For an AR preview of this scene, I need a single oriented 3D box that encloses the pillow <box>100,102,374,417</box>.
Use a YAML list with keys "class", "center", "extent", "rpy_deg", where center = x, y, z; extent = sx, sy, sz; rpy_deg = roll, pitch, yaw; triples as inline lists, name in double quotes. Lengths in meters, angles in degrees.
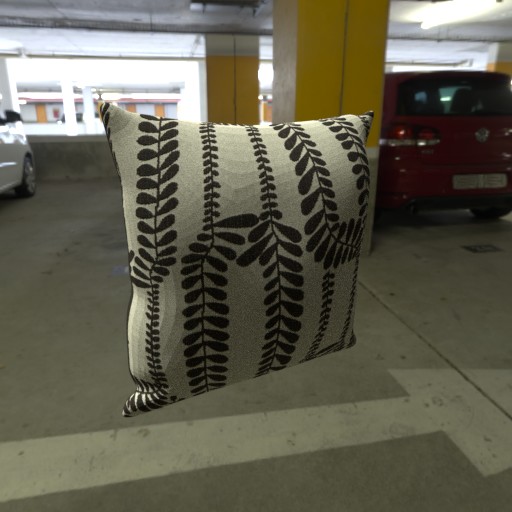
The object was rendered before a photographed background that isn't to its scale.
- class: "pillow"
  center: [0.000, 0.000, 0.682]
  extent: [0.440, 0.441, 0.182]
  rpy_deg: [-9, 20, -27]
